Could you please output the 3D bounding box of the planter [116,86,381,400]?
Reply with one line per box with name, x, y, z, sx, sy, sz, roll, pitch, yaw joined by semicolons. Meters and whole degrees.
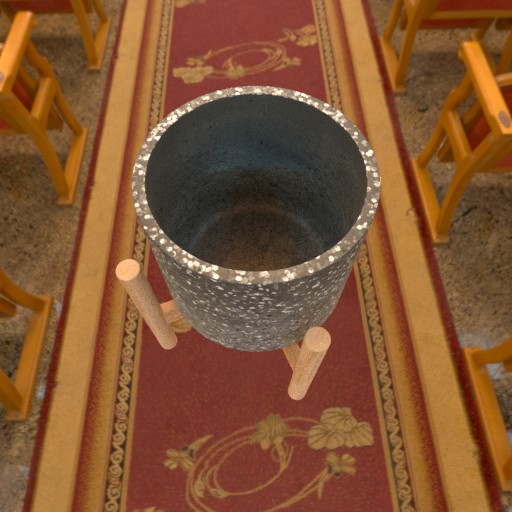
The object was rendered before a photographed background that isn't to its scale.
planter;0.000;0.000;0.540;0.284;0.320;0.284;-1;62;-1
